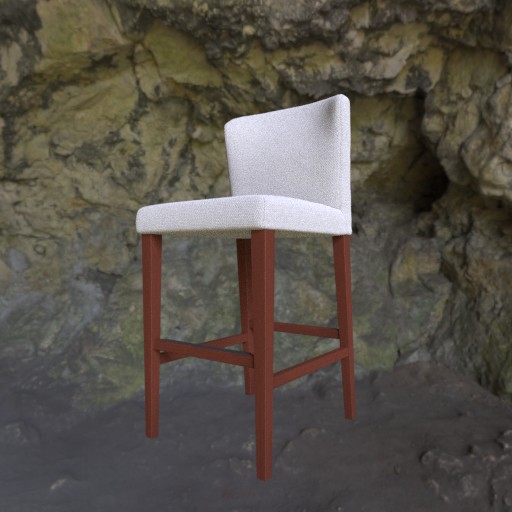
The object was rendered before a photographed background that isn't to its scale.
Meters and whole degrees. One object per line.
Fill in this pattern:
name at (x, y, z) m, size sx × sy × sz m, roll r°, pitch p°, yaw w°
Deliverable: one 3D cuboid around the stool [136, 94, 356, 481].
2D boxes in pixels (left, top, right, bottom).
stool at (0.000, 0.000, 1.384) m, size 0.481 × 1.069 × 0.568 m, roll 0°, pitch 0°, yaw 36°
